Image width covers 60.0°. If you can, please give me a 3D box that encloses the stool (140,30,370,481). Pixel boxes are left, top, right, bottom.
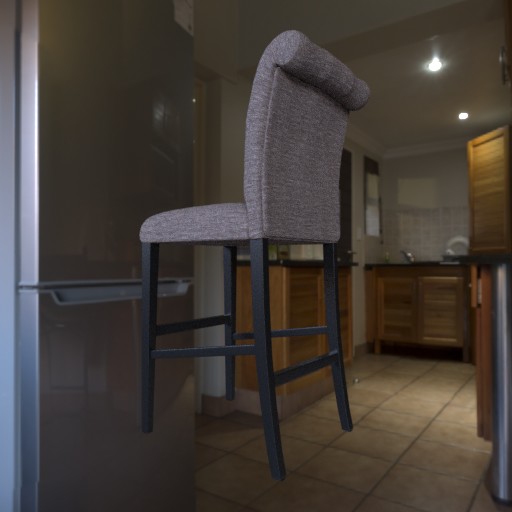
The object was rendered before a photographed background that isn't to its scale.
[{"bbox_3d":[0.000,0.000,1.416,0.613,1.131,0.452,0,-1,37],"label":"stool"}]
